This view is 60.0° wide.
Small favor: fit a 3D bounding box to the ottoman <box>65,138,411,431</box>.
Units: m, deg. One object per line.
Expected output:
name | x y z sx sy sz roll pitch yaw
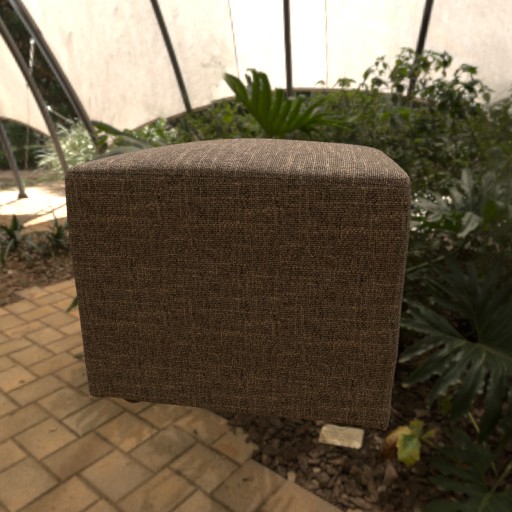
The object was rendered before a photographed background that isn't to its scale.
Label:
ottoman | 0.000 0.000 0.904 0.512 0.453 0.521 3 18 10
